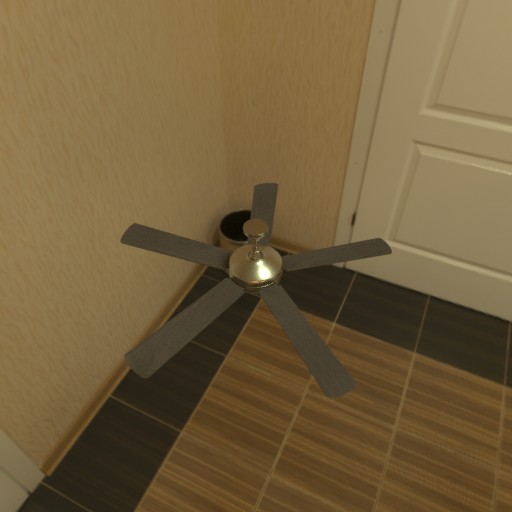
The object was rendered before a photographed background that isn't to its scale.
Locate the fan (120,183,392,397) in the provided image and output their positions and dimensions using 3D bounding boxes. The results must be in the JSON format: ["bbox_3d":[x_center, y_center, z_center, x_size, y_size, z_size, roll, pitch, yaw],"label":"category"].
[{"bbox_3d":[0.000,0.000,2.004,1.321,0.356,1.321,-3,46,-3],"label":"fan"}]
